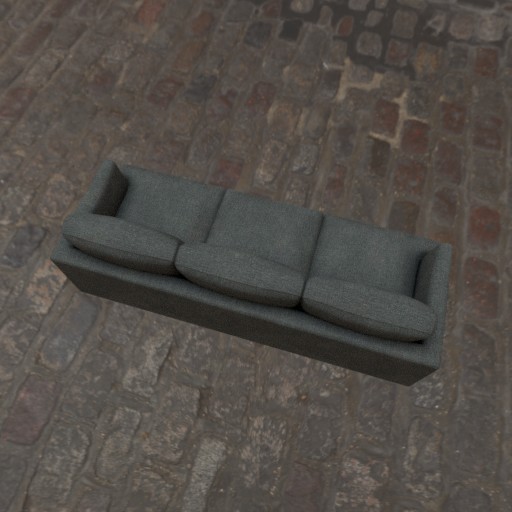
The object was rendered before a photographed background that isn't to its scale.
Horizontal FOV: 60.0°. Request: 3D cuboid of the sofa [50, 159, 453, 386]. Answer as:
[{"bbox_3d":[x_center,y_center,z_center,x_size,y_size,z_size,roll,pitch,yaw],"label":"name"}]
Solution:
[{"bbox_3d":[0.000,0.000,2.767,2.246,0.930,0.903,15,64,7],"label":"sofa"}]
